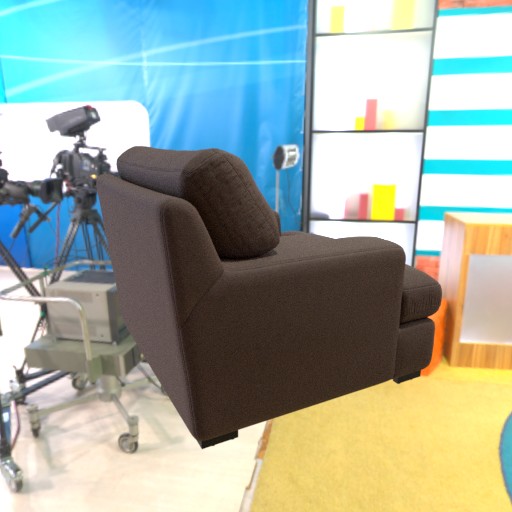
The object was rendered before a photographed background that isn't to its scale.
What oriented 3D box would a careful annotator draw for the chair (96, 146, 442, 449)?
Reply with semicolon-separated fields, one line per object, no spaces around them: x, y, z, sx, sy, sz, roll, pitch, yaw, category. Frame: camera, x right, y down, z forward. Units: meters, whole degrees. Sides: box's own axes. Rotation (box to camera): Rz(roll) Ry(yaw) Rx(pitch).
0.000;0.000;1.957;1.143;0.940;1.168;-7;16;-27;chair
